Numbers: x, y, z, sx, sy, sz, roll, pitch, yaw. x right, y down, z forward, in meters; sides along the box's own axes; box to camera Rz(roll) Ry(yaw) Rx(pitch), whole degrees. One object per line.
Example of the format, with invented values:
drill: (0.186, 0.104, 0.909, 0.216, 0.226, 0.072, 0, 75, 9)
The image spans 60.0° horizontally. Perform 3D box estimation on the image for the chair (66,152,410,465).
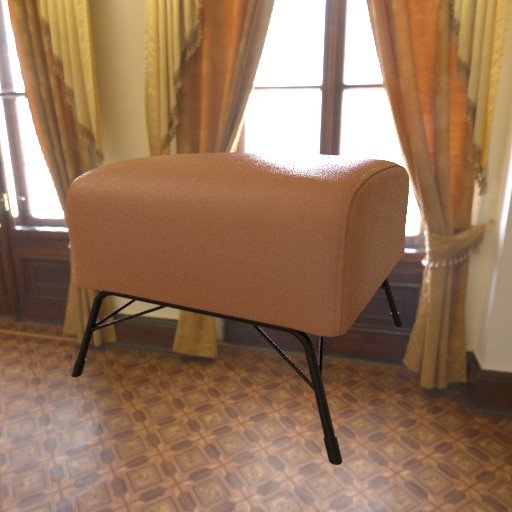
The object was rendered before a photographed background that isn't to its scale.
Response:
chair: (0.000, 0.000, 0.903, 0.530, 0.410, 0.530, 8, 17, 26)
